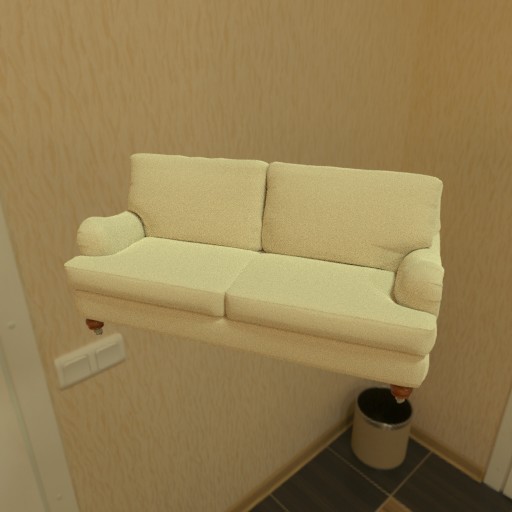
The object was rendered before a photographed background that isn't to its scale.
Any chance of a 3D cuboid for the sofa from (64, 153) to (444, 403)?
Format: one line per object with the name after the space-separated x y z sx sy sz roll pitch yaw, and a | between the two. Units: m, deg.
0.000 0.000 2.795 2.159 1.087 1.086 8 26 17 | sofa
